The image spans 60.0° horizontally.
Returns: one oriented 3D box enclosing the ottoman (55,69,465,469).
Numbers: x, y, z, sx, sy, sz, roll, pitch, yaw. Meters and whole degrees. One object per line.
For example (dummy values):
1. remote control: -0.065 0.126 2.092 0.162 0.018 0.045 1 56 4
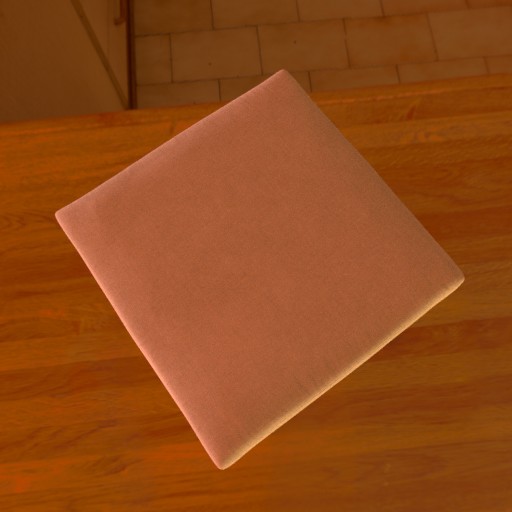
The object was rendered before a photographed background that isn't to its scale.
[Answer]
1. ottoman: 0.000 0.000 1.845 1.171 0.517 1.203 -35 78 -9
